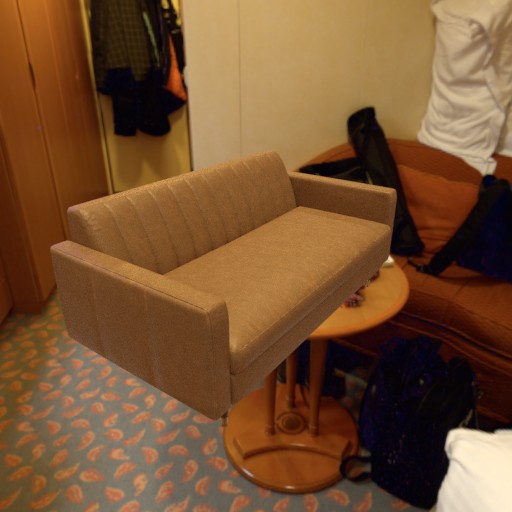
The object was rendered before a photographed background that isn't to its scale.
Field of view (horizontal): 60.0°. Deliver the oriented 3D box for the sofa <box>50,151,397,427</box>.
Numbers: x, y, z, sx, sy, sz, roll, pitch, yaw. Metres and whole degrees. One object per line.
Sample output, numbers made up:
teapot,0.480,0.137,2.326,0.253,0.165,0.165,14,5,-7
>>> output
sofa,0.000,0.000,2.491,0.993,0.821,1.847,17,30,32
